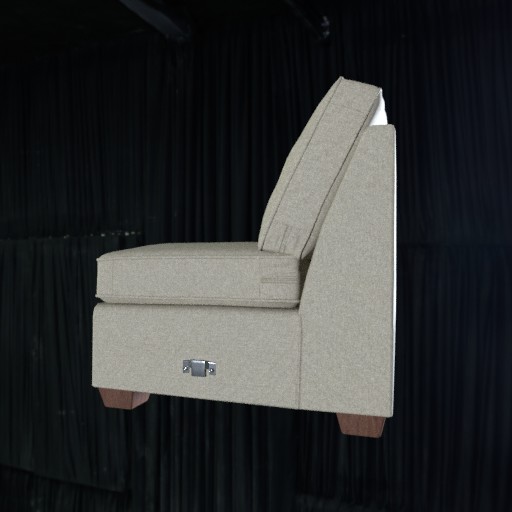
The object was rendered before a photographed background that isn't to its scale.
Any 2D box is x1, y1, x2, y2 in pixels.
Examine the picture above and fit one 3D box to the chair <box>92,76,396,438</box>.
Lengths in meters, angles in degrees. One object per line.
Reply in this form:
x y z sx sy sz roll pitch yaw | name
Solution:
0.000 0.000 1.689 1.020 1.058 0.674 0 -1 18 | chair
